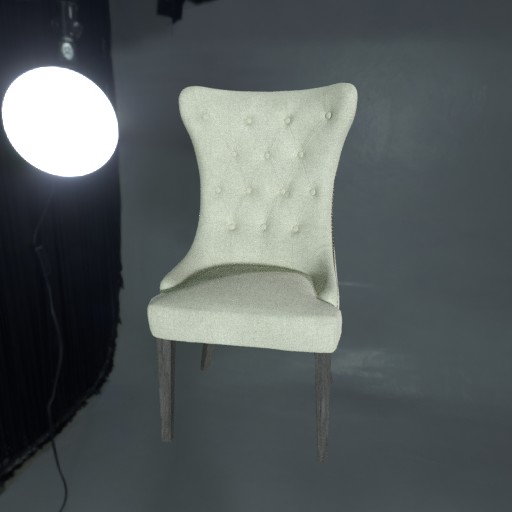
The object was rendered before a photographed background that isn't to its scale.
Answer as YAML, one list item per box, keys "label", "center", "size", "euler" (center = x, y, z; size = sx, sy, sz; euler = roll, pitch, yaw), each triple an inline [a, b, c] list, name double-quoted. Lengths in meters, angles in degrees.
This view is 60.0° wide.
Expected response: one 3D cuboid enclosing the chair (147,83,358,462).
- label: "chair"
  center: [0.000, 0.000, 1.412]
  size: [0.584, 1.065, 0.590]
  euler: [3, 15, 10]
